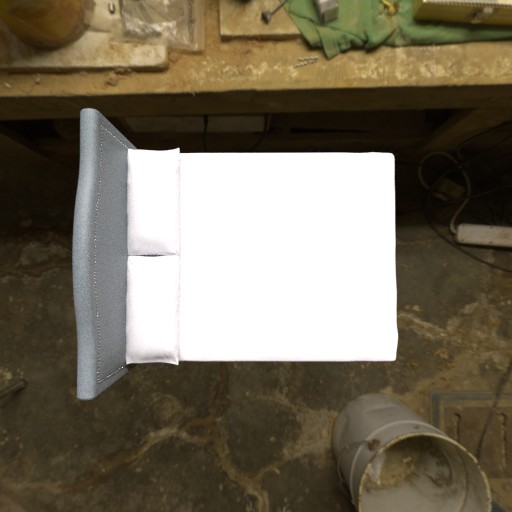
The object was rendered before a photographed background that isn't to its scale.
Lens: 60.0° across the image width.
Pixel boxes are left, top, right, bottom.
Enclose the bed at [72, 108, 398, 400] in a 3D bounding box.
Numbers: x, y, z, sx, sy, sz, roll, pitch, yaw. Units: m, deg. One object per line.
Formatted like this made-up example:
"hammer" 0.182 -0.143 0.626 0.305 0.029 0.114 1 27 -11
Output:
"bed" 0.000 0.000 3.267 2.143 1.460 1.753 0 88 1
